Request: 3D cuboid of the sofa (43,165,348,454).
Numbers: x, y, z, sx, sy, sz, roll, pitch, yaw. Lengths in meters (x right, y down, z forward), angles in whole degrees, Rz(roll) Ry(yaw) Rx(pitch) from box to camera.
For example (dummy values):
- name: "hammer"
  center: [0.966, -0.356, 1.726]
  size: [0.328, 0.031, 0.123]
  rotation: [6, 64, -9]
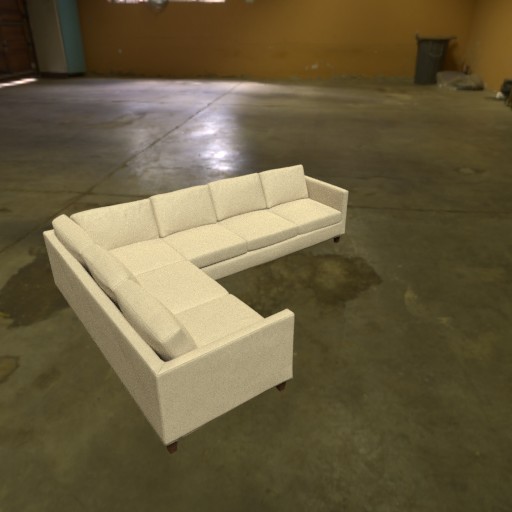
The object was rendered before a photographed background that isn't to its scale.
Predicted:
- name: "sofa"
  center: [0.000, 0.000, 4.227]
  size: [3.182, 0.863, 2.432]
  rotation: [-19, 33, -32]
